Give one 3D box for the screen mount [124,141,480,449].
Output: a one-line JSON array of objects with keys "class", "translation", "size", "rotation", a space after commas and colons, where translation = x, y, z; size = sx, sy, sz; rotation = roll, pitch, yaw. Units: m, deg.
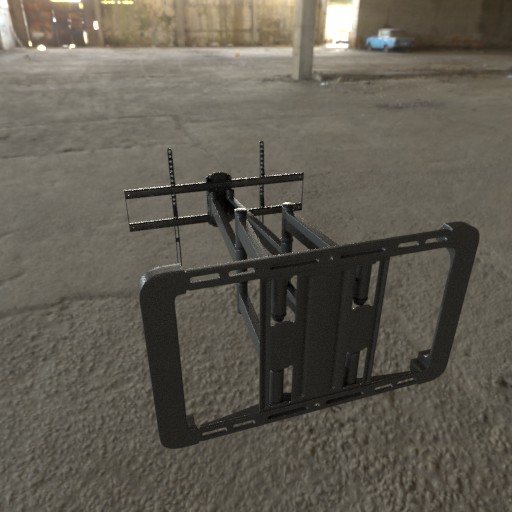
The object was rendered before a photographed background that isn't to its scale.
[{"class": "screen mount", "translation": [0.000, 0.000, 1.337], "size": [0.725, 0.483, 0.905], "rotation": [-9, 29, -16]}]
